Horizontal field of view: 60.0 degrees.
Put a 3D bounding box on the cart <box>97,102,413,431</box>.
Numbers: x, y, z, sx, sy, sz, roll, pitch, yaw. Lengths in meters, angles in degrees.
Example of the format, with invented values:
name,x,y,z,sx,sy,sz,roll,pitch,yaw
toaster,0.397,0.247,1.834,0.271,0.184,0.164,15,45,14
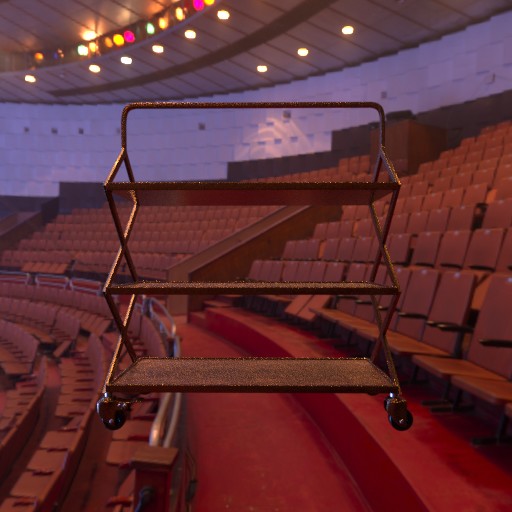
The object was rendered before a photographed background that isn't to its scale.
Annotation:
name,x,y,z,sx,sy,sz,roll,pitch,yaw
cart,0.000,0.000,1.163,0.723,0.805,0.313,0,-1,1
